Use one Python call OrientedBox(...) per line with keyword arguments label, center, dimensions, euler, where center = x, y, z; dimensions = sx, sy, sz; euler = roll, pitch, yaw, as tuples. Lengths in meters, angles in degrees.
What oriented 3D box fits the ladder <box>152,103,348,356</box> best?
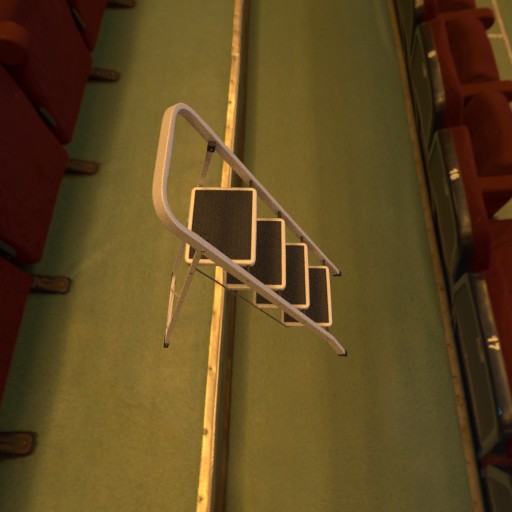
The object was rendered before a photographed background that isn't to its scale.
OrientedBox(label="ladder", center=(0.000, 0.000, 1.736), dimensions=(0.914, 1.265, 0.460), euler=(1, 63, 0))
